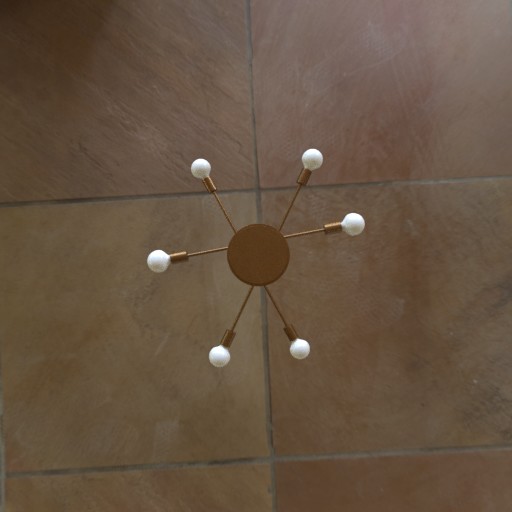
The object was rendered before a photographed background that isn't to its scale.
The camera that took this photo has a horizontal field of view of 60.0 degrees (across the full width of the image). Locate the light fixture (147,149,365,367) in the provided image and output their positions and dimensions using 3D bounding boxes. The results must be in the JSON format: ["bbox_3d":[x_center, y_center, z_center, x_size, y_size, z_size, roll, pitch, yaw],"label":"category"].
[{"bbox_3d":[0.000,0.000,1.219,0.637,0.744,0.682,0,89,0],"label":"light fixture"}]
